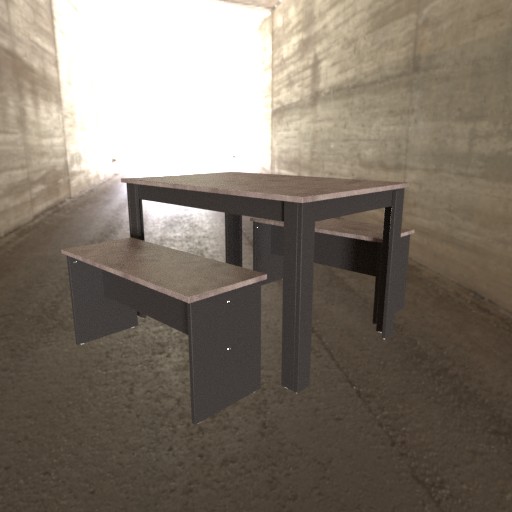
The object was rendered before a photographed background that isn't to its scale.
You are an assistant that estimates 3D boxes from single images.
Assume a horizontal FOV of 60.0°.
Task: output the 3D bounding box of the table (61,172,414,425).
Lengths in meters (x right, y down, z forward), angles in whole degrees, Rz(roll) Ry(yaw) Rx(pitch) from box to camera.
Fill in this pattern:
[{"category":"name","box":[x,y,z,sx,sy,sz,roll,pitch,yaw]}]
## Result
[{"category":"table","box":[0.000,0.000,2.078,1.100,0.700,1.443,13,19,42]}]
